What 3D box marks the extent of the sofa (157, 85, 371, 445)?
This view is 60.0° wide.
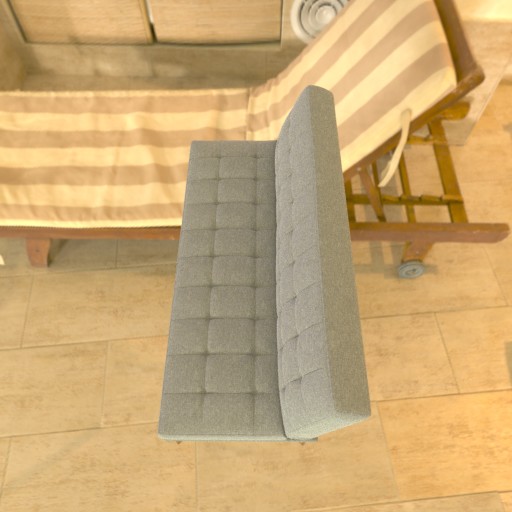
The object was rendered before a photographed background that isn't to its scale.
[{"bbox_3d":[0.000,0.000,2.351,0.860,0.810,1.800,0,59,0],"label":"sofa"}]
